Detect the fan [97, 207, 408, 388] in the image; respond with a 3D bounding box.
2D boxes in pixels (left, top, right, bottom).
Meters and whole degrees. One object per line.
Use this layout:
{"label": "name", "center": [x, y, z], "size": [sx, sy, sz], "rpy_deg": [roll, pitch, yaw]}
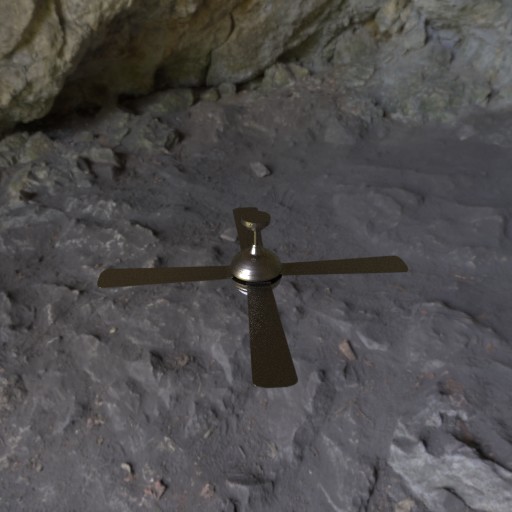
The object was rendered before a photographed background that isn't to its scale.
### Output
{"label": "fan", "center": [0.000, 0.000, 1.955], "size": [1.321, 0.381, 1.321], "rpy_deg": [8, 31, 13]}
